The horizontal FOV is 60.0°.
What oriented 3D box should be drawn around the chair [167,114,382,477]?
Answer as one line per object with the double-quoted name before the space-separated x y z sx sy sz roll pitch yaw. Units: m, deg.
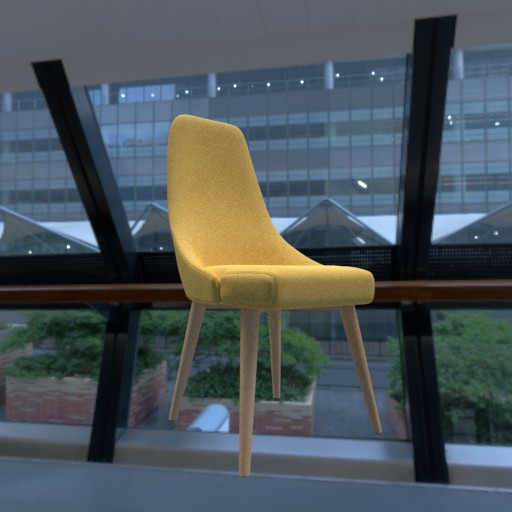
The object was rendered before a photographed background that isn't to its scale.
"chair" 0.000 0.000 1.401 0.510 1.040 0.660 1 -2 -35
